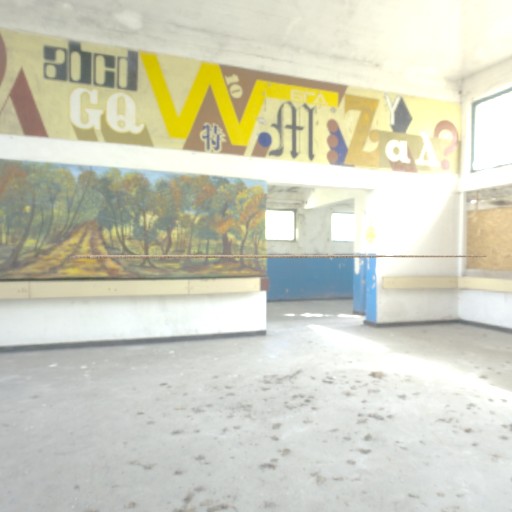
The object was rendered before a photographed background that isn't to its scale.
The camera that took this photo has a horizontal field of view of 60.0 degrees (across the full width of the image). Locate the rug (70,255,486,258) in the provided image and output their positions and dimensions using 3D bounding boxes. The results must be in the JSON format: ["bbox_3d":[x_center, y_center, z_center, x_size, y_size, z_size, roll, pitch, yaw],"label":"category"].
[{"bbox_3d":[0.000,0.000,4.303,3.205,0.013,2.448,0,0,-20],"label":"rug"}]
